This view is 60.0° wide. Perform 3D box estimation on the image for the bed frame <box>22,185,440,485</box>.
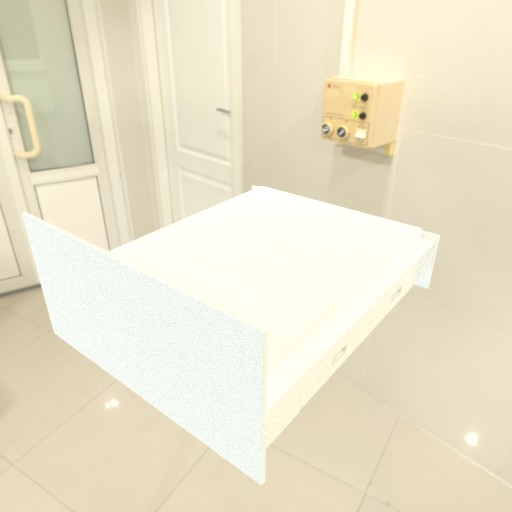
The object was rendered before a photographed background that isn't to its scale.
[{"bbox_3d":[0.000,0.000,2.772,1.622,0.800,1.960,21,35,33],"label":"bed frame"}]
